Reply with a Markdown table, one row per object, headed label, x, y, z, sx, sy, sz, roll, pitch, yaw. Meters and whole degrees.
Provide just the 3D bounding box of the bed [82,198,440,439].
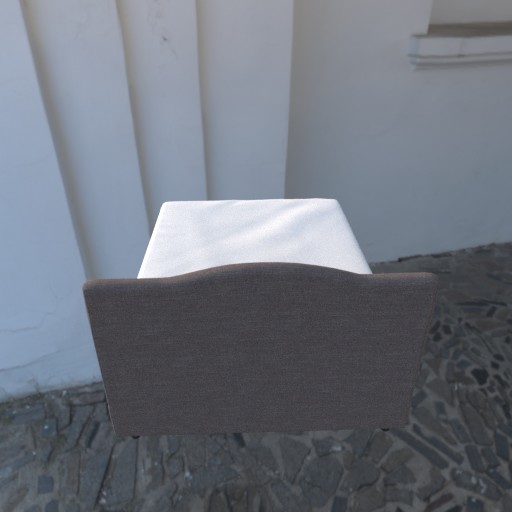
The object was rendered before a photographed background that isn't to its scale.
| label | x | y | z | sx | sy | sz | roll | pitch | yaw |
| --- | --- | --- | --- | --- | --- | --- | --- | --- | --- |
| bed | 0.000 | 0.000 | 3.976 | 2.161 | 1.457 | 2.689 | -1 | 31 | -2 |
